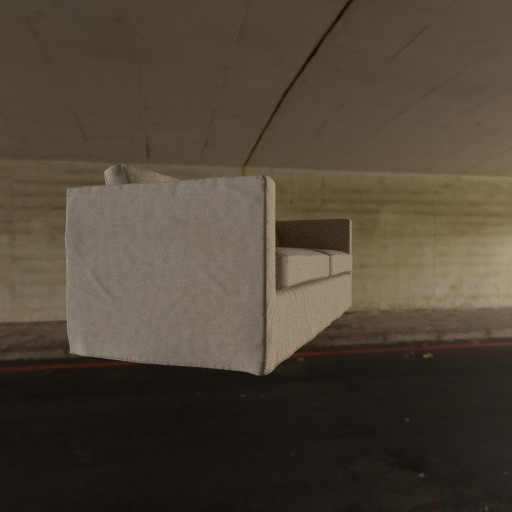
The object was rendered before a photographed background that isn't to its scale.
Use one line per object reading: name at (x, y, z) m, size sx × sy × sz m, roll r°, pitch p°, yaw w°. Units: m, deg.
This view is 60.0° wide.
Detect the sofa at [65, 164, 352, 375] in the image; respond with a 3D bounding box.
sofa at (0.000, 0.000, 2.803) m, size 0.956 × 0.847 × 2.296 m, roll 0°, pitch 0°, yaw 20°
